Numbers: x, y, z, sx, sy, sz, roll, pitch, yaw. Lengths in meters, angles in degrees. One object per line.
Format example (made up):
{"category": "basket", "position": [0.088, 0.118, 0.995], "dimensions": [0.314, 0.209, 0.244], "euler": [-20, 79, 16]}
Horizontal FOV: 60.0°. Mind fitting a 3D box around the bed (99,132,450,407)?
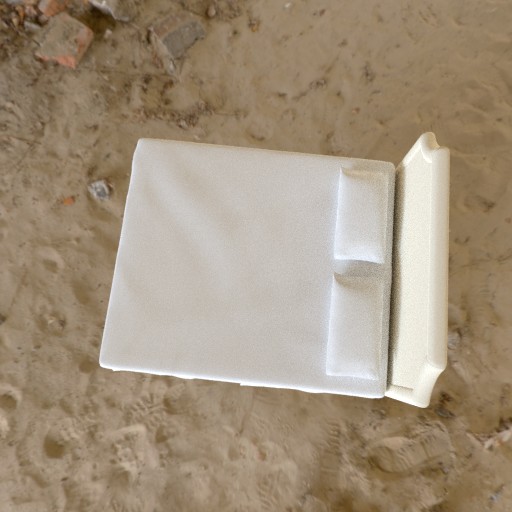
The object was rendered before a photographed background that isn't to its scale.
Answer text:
{"category": "bed", "position": [0.000, 0.000, 3.963], "dimensions": [2.773, 1.590, 2.350], "euler": [6, 78, 1]}
